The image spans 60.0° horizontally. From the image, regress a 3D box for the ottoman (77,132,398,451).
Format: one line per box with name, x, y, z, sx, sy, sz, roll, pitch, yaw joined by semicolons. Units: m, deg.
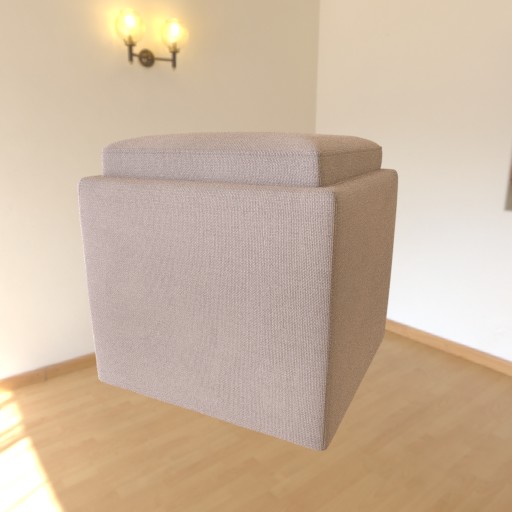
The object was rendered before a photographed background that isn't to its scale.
ottoman;0.000;0.000;0.853;0.450;0.460;0.451;7;17;26
